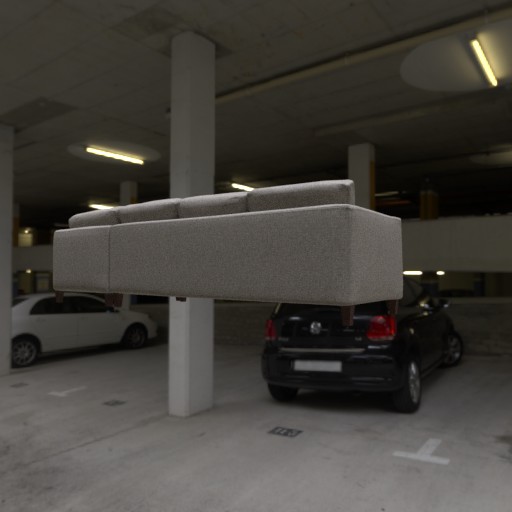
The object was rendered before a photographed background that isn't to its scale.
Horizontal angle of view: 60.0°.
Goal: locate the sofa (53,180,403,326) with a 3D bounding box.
[{"bbox_3d":[0.000,0.000,4.575,3.302,0.947,2.593,-1,-2,36],"label":"sofa"}]
